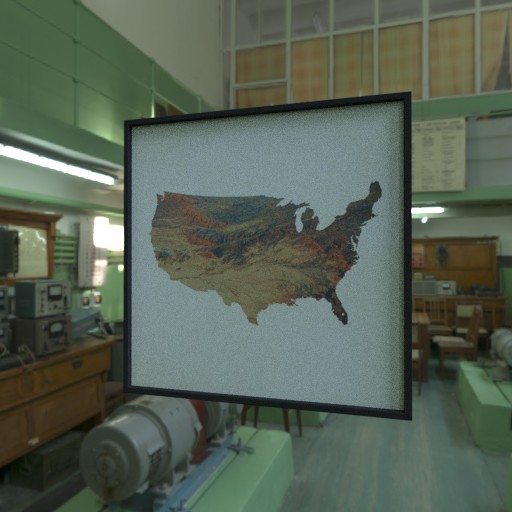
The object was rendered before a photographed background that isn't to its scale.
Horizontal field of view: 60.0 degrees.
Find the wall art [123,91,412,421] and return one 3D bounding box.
[{"bbox_3d":[0.000,0.000,1.149,0.762,0.762,0.038,0,0,17],"label":"wall art"}]
